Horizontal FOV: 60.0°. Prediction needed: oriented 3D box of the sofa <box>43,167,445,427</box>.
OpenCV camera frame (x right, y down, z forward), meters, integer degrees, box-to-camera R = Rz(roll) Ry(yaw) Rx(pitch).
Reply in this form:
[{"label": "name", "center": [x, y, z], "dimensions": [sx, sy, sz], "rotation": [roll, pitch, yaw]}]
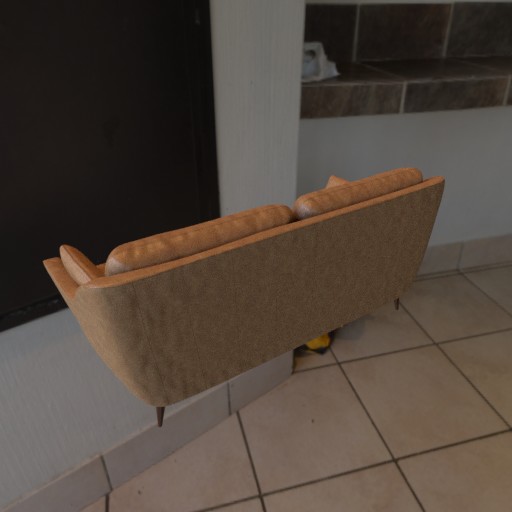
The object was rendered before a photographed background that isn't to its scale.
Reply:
[{"label": "sofa", "center": [0.000, 0.000, 2.316], "dimensions": [1.902, 0.839, 0.904], "rotation": [-19, 35, -28]}]
